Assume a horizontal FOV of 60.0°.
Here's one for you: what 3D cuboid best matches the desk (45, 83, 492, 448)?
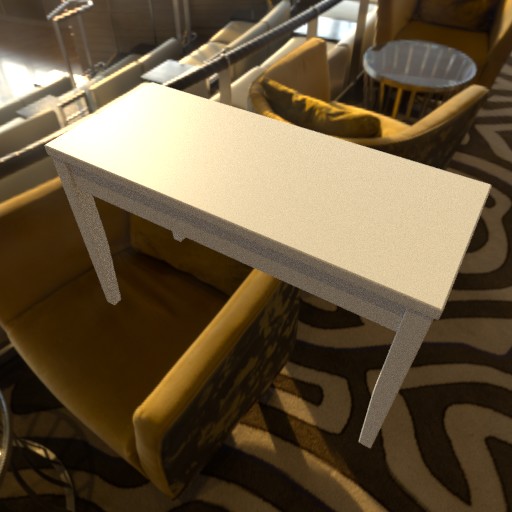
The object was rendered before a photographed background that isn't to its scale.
[{"bbox_3d":[0.000,0.000,1.572,1.220,0.775,0.508,24,50,21],"label":"desk"}]
